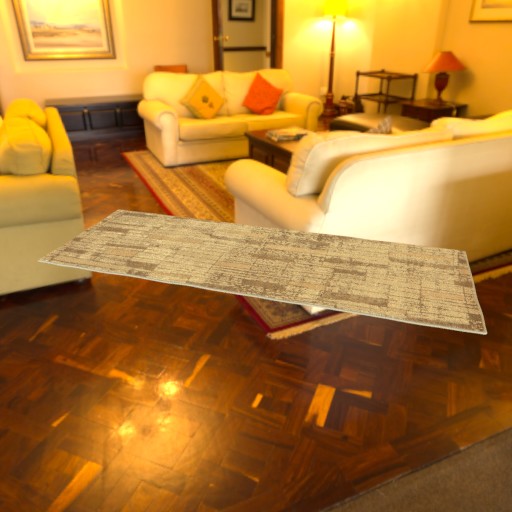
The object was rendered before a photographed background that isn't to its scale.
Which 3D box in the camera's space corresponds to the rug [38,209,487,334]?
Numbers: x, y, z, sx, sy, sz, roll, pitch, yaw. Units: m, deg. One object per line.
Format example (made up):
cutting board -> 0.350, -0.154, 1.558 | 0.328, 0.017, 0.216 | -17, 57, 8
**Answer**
rug -> 0.000, 0.000, 2.612 | 2.383, 0.018, 0.857 | 8, 28, 15
